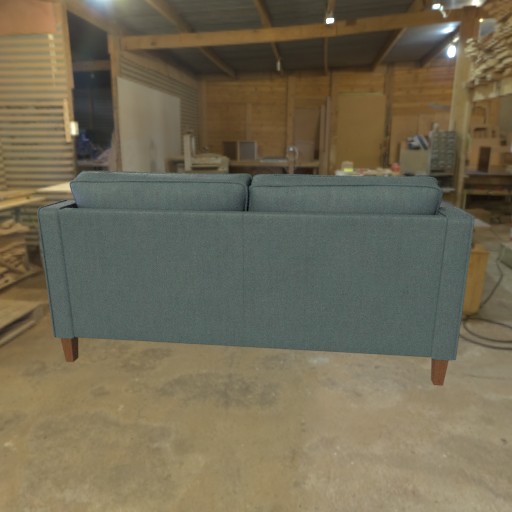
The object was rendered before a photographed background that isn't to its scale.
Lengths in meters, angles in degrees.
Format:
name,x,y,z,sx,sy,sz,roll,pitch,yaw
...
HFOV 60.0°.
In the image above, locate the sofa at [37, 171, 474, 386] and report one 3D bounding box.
name,x,y,z,sx,sy,sz,roll,pitch,yaw
sofa,0.000,0.000,2.774,2.178,1.071,1.066,2,15,7
